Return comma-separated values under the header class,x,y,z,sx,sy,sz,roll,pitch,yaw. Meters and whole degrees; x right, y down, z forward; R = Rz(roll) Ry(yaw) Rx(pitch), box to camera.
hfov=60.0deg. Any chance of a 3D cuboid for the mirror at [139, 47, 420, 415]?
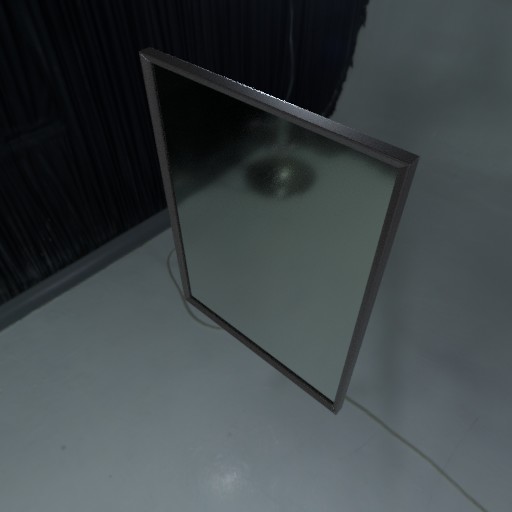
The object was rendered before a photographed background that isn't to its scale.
class,x,y,z,sx,sy,sz,roll,pitch,yaw
mirror,0.000,0.000,1.333,0.762,1.016,0.041,32,54,27
